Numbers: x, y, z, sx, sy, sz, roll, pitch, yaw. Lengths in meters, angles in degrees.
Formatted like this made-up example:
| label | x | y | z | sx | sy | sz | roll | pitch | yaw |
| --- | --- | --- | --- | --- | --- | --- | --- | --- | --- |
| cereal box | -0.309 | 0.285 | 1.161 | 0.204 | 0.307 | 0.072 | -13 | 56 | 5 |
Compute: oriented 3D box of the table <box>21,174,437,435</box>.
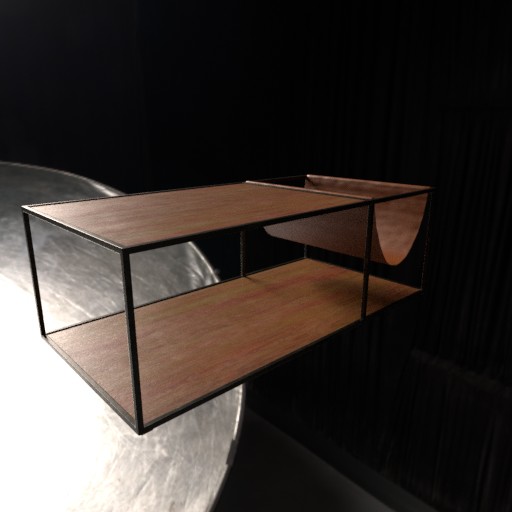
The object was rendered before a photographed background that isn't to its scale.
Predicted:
| label | x | y | z | sx | sy | sz | roll | pitch | yaw |
| --- | --- | --- | --- | --- | --- | --- | --- | --- | --- |
| table | 0.000 | 0.000 | 1.447 | 1.199 | 0.403 | 0.597 | -15 | 22 | -41 |
